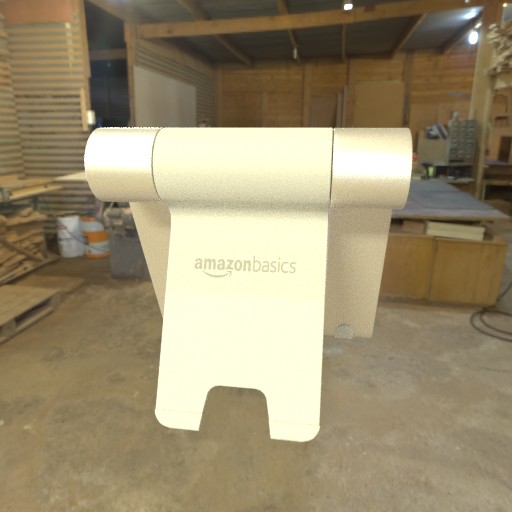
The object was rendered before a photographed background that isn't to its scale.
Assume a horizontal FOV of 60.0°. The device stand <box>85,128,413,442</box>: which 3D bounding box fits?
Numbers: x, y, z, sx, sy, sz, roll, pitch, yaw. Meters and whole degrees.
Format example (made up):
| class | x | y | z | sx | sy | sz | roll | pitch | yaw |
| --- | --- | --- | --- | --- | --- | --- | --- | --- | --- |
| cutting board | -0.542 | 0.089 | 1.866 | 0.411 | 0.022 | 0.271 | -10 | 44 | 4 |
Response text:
| class | x | y | z | sx | sy | sz | roll | pitch | yaw |
| --- | --- | --- | --- | --- | --- | --- | --- | --- | --- |
| device stand | 0.000 | 0.000 | 0.150 | 0.086 | 0.084 | 0.079 | 3 | 16 | 9 |
